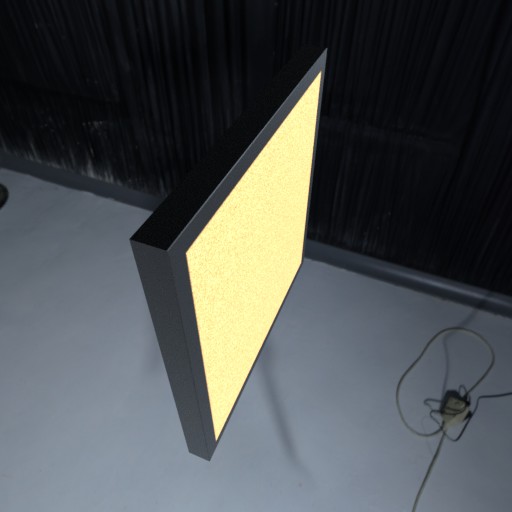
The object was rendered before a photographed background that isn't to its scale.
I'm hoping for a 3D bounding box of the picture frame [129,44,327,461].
[{"bbox_3d":[0.000,0.000,0.519,0.029,0.353,0.355,17,48,16],"label":"picture frame"}]
